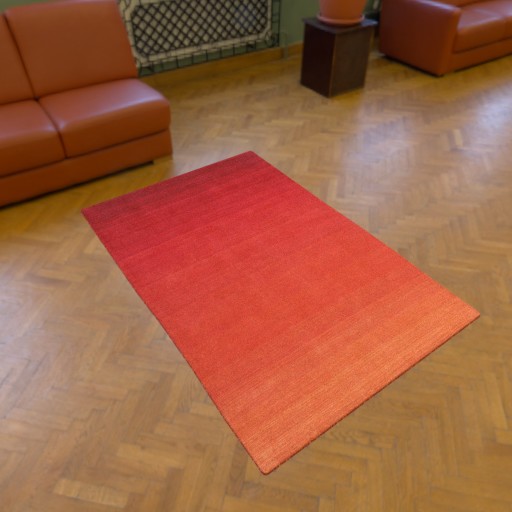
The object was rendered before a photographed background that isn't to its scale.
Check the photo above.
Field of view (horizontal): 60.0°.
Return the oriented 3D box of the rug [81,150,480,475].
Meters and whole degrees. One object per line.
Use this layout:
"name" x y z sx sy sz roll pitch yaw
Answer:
"rug" 0.000 0.000 2.304 1.230 0.018 1.835 -26 48 -25
